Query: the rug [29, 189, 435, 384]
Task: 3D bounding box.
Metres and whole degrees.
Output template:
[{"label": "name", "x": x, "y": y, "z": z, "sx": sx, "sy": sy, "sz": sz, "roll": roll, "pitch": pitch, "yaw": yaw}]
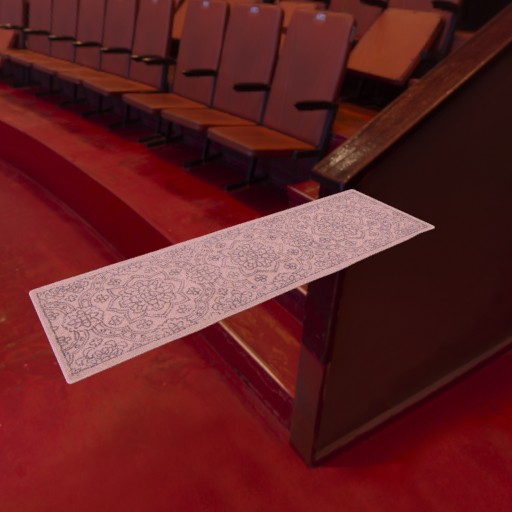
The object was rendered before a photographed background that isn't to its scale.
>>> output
[{"label": "rug", "x": 0.000, "y": 0.000, "z": 2.696, "sx": 2.431, "sy": 0.006, "sz": 0.806, "roll": -20, "pitch": 37, "yaw": -29}]
